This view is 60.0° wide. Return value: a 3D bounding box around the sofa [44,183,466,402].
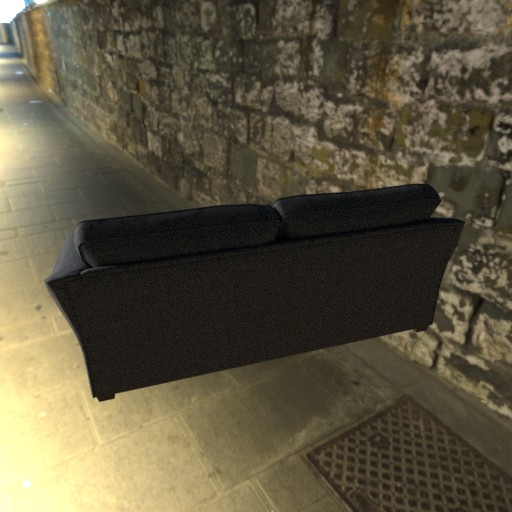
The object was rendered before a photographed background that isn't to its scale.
[{"bbox_3d":[0.000,0.000,2.757,2.270,0.950,0.971,-8,28,-16],"label":"sofa"}]
